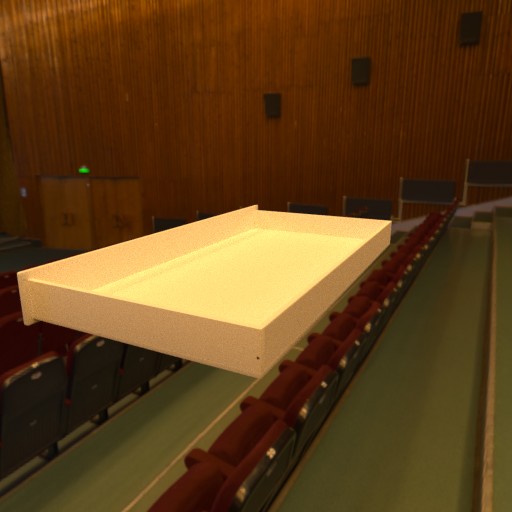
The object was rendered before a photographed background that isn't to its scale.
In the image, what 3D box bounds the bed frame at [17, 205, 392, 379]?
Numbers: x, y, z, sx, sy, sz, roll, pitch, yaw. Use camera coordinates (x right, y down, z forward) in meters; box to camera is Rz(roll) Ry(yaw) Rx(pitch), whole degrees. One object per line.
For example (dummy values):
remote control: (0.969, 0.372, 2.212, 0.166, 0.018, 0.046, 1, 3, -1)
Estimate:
bed frame: (0.000, 0.000, 1.529, 0.670, 0.141, 1.300, 7, 17, 26)
